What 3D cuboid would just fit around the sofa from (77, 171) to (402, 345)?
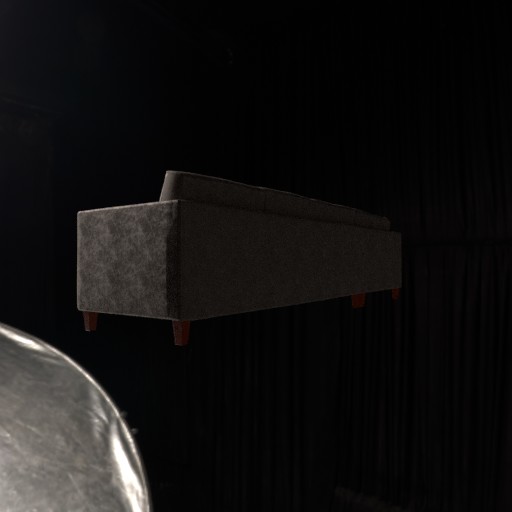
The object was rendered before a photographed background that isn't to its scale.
[{"bbox_3d":[0.000,0.000,4.088,1.606,0.954,3.471,0,-1,36],"label":"sofa"}]
